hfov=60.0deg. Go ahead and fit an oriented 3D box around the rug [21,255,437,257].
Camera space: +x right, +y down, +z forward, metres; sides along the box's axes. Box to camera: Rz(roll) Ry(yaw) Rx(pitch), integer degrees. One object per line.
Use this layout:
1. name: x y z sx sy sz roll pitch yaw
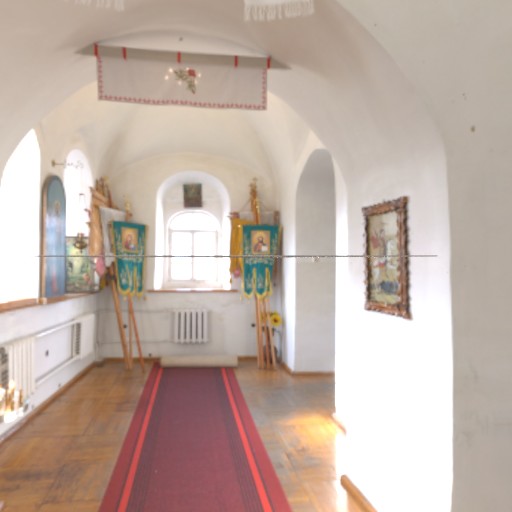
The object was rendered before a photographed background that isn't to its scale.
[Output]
1. rug: 0.000 0.000 4.081 2.451 0.011 3.072 0 0 36
